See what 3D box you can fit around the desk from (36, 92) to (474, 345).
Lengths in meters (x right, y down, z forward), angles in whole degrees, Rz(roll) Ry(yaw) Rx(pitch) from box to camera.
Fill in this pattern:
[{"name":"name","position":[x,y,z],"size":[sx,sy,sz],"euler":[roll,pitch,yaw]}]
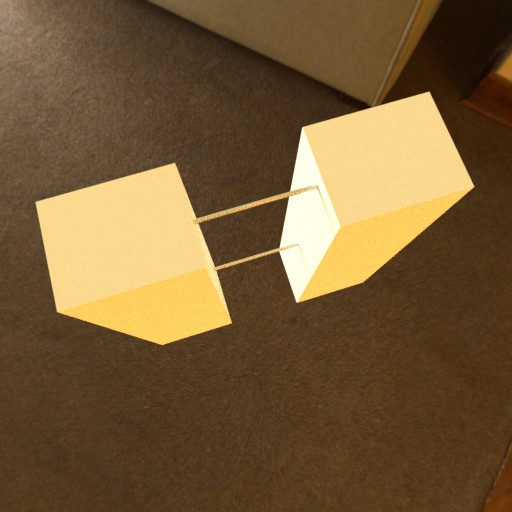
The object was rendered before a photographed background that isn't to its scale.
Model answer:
[{"name":"desk","position":[0.000,0.000,2.818],"size":[1.770,2.000,0.480],"euler":[-17,76,-4]}]
